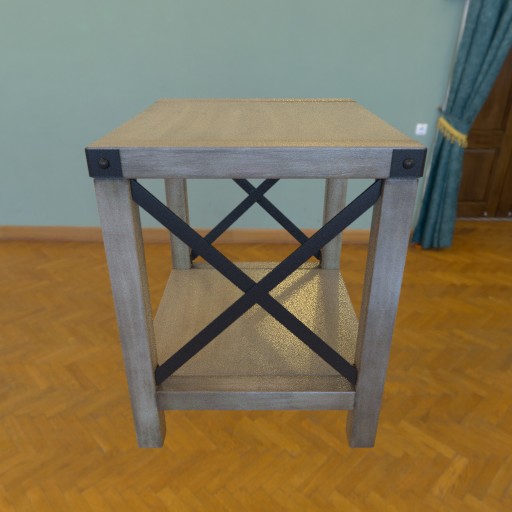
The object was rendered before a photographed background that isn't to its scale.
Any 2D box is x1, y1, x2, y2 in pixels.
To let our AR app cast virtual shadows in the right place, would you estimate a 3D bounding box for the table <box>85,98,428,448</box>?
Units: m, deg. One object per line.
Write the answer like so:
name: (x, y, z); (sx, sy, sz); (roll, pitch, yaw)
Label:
table: (0.000, 0.000, 0.918); (0.459, 0.561, 0.510); (0, 26, 0)
